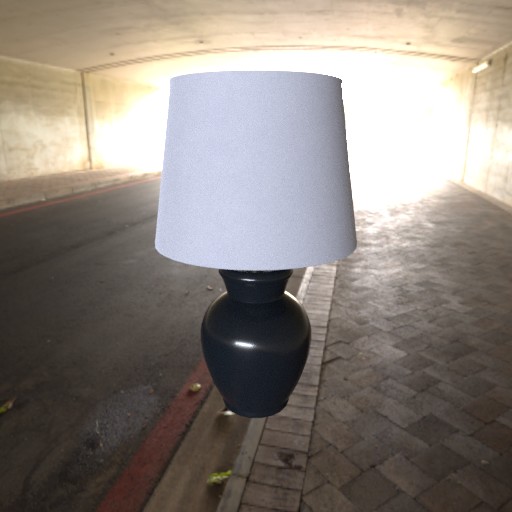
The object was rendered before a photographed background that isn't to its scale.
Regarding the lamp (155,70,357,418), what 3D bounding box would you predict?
[{"bbox_3d":[0.000,0.000,0.543,0.239,0.399,0.239,0,16,0],"label":"lamp"}]
